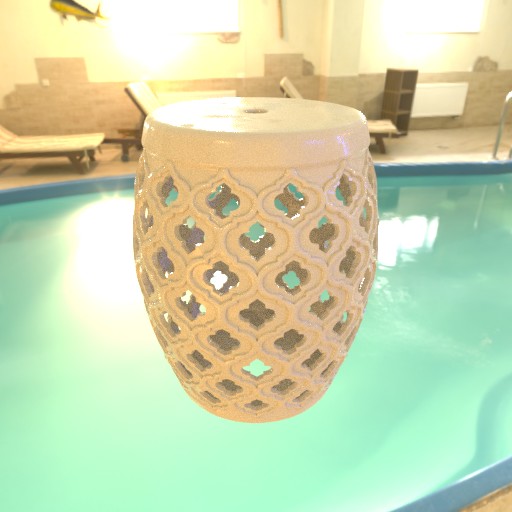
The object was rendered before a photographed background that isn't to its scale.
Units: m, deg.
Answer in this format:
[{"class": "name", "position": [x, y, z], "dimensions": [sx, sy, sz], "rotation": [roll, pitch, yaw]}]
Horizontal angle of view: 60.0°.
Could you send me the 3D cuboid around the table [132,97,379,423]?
[{"class": "table", "position": [0.000, 0.000, 0.617], "dimensions": [0.325, 0.388, 0.325], "rotation": [0, 27, 0]}]
